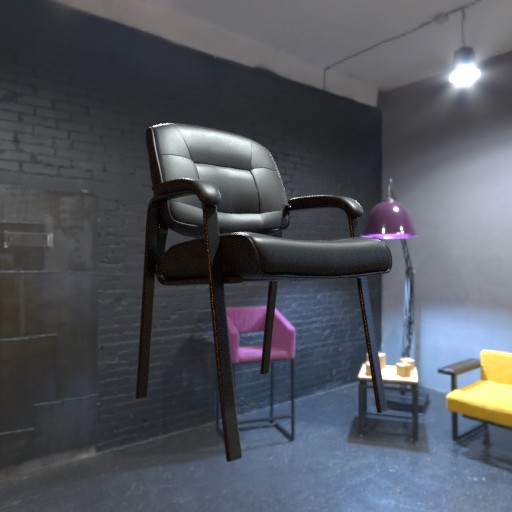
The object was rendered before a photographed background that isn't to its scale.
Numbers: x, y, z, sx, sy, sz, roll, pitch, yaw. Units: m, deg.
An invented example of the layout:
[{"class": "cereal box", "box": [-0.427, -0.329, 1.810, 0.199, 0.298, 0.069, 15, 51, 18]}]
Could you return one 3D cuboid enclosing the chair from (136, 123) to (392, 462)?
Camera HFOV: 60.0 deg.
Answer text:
[{"class": "chair", "box": [0.000, 0.000, 1.349, 0.591, 0.910, 0.668, 0, 0, -36]}]
